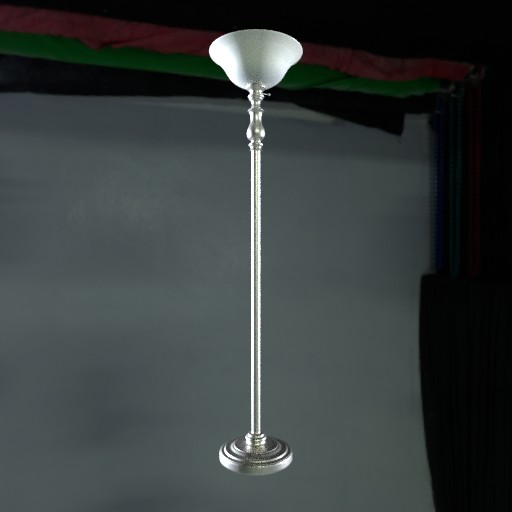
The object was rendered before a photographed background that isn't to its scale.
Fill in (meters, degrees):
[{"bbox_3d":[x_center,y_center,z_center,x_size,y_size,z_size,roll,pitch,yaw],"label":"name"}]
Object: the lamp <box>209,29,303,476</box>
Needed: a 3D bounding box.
[{"bbox_3d":[0.000,0.000,1.929,0.405,1.771,0.405,0,0,-19],"label":"lamp"}]
